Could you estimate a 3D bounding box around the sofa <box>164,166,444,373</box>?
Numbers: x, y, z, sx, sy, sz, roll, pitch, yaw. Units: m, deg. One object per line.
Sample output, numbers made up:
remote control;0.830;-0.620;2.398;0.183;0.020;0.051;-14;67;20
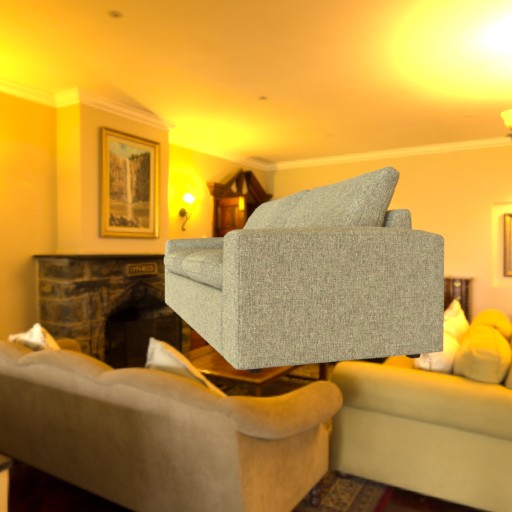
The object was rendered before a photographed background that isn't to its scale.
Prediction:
sofa;0.000;0.000;2.928;1.040;0.922;2.299;0;1;-18
